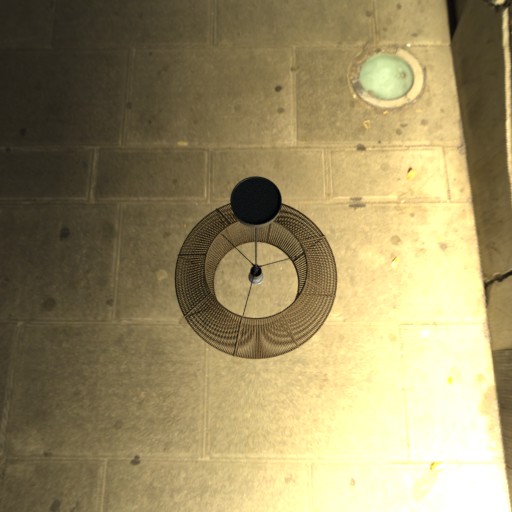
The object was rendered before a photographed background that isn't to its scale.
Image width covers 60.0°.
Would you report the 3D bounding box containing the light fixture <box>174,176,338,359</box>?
[{"bbox_3d":[0.000,0.000,1.408,0.643,1.009,0.643,0,77,0],"label":"light fixture"}]
